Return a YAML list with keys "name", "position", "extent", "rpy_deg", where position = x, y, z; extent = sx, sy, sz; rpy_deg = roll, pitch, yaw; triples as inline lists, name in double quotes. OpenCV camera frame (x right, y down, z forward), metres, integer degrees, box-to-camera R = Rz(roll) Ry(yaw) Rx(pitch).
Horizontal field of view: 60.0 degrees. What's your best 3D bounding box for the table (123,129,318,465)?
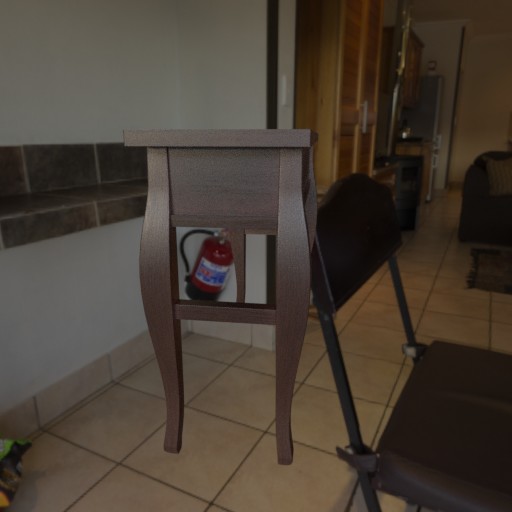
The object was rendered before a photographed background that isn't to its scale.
- name: "table"
  position: [0.000, 0.000, 1.426]
  extent: [0.373, 0.768, 1.062]
  rpy_deg: [2, 15, 8]
